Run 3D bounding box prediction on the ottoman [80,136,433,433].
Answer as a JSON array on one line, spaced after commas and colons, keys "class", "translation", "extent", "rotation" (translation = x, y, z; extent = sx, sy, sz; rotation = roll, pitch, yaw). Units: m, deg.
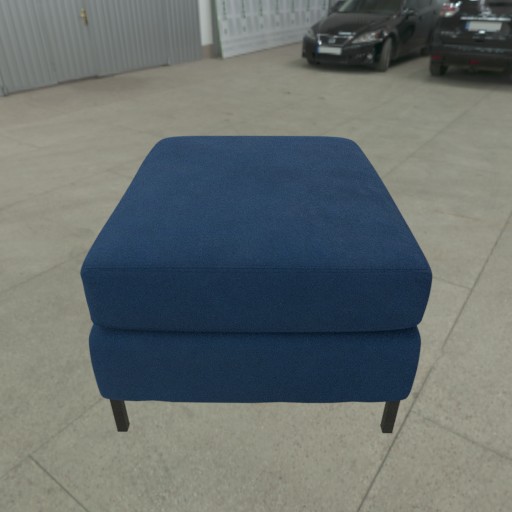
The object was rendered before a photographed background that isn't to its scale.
[{"class": "ottoman", "translation": [0.000, 0.000, 1.174], "extent": [0.655, 0.485, 0.794], "rotation": [0, 32, 0]}]
